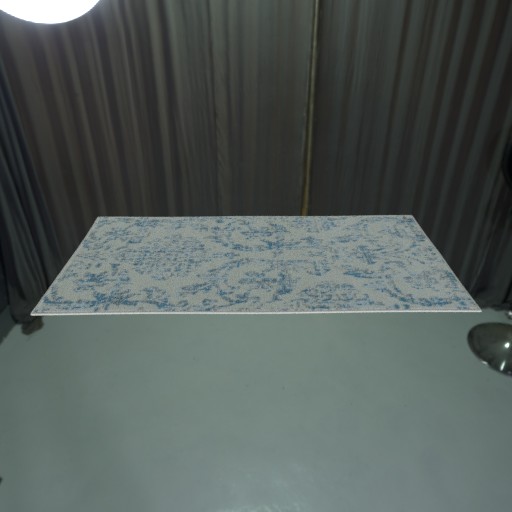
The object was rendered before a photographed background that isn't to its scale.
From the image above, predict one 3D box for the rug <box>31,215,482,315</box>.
[{"bbox_3d":[0.000,0.000,1.454,1.220,0.007,0.605,0,31,-1],"label":"rug"}]
